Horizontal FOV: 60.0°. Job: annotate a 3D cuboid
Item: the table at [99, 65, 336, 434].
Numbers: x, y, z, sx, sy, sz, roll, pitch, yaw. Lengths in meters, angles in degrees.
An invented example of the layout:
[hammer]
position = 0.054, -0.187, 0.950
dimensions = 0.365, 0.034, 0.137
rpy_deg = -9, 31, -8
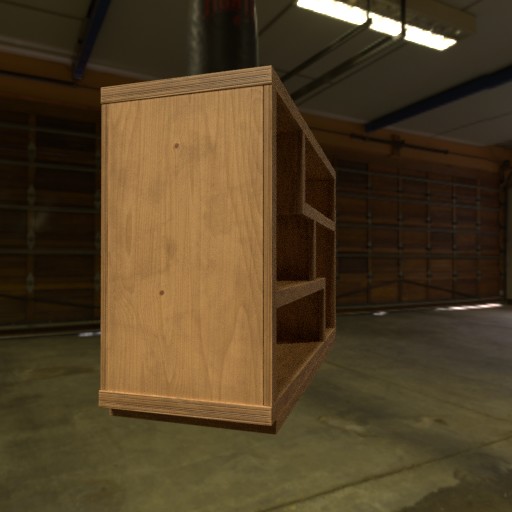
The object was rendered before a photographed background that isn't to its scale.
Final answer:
[table]
position = 0.000, 0.000, 1.514
dimensions = 0.410, 0.771, 1.151
rpy_deg = 0, -1, 17
